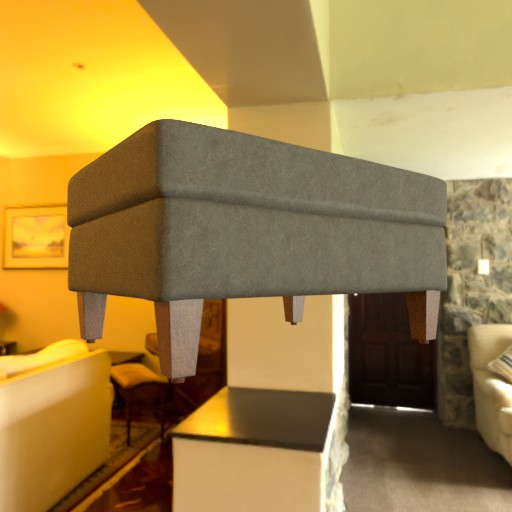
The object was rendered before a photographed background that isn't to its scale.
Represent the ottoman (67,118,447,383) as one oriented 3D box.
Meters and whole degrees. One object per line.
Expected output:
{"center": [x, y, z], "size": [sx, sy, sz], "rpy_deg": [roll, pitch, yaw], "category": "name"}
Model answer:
{"center": [0.000, 0.000, 1.190], "size": [0.839, 0.464, 0.639], "rpy_deg": [2, -3, -36], "category": "ottoman"}
